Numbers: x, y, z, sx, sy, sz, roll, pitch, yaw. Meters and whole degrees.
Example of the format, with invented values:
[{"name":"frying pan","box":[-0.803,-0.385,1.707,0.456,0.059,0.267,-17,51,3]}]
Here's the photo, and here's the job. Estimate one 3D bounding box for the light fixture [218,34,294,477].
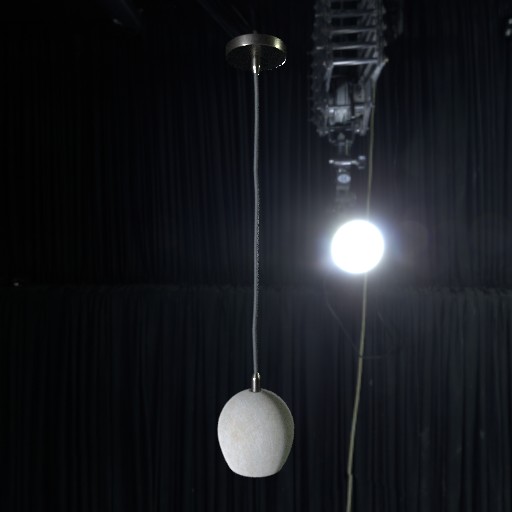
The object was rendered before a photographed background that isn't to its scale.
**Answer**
[{"name":"light fixture","box":[0.000,0.000,0.815,0.139,0.764,0.139,0,0,1]}]
